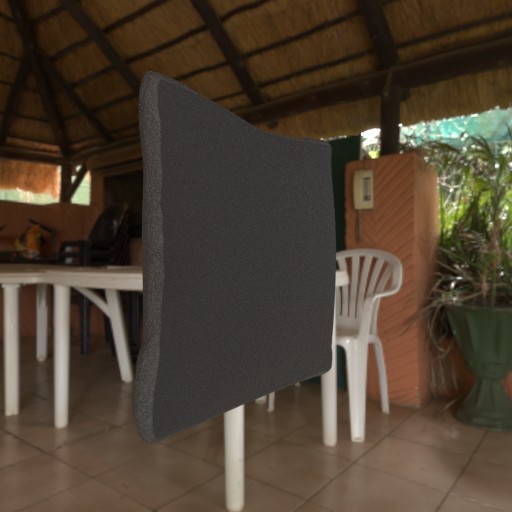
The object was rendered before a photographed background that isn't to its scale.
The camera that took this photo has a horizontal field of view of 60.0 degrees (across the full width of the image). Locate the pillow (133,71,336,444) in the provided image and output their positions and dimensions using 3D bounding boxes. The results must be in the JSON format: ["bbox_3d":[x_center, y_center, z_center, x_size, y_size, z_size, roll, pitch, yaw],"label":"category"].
[{"bbox_3d":[0.000,0.000,0.804,0.210,0.523,0.533,0,-1,37],"label":"pillow"}]
